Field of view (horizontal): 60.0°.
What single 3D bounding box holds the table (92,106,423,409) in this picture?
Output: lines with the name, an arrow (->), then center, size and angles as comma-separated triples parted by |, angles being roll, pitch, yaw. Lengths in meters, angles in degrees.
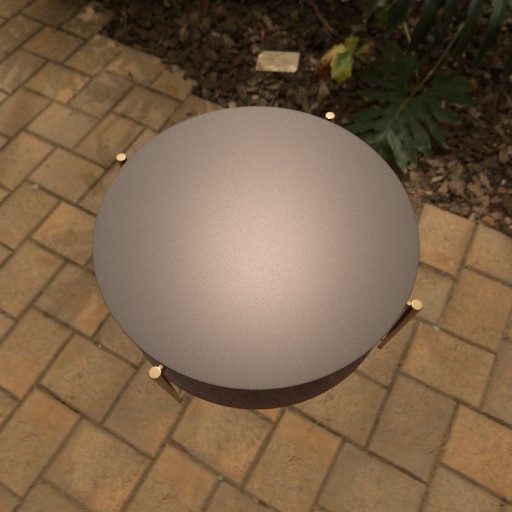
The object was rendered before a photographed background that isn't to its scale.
table -> 0.000, 0.000, 1.465 | 0.938, 0.400, 0.938 | 0, 63, 0
